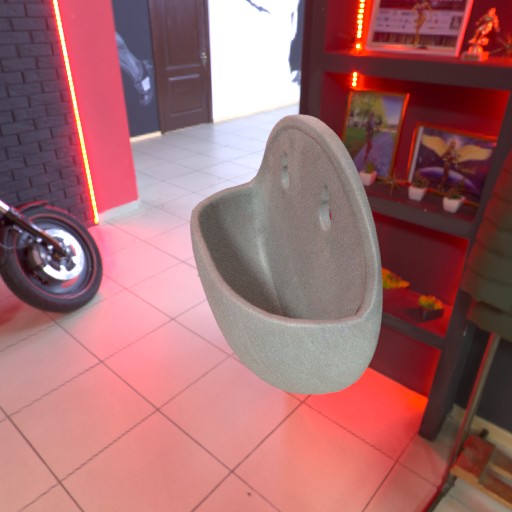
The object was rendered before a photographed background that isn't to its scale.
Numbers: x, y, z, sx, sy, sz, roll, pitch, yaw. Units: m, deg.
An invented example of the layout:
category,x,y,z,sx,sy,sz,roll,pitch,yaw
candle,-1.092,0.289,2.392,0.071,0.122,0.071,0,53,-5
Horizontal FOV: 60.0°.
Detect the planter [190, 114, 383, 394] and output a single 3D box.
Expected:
category,x,y,z,sx,sy,sz,roll,pitch,yaw
planter,0.000,0.000,0.277,0.073,0.164,0.190,-8,30,-14
